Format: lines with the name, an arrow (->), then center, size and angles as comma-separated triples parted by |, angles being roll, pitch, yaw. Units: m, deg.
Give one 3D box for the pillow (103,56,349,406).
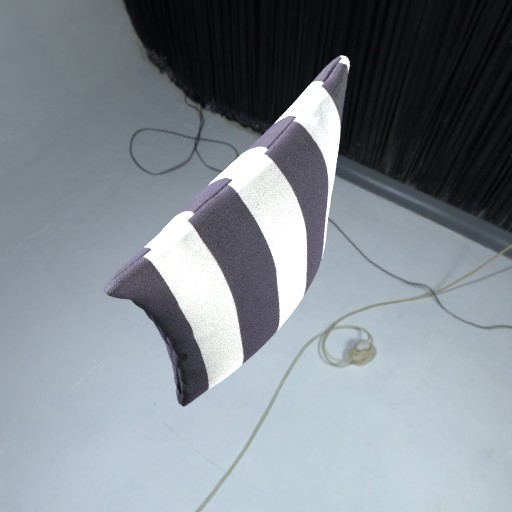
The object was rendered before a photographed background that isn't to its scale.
pillow -> 0.000, 0.000, 0.808 | 0.189, 0.526, 0.536 | 30, 62, 18
